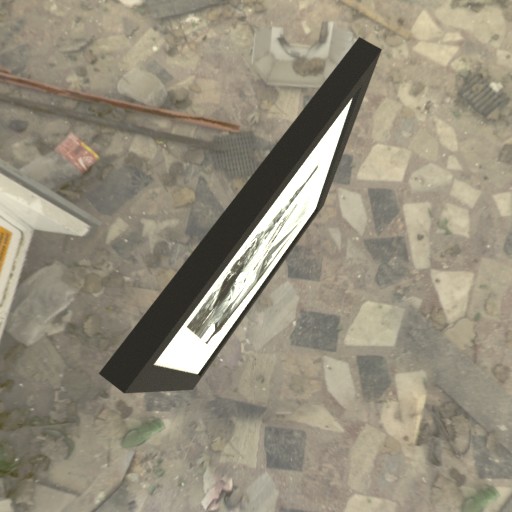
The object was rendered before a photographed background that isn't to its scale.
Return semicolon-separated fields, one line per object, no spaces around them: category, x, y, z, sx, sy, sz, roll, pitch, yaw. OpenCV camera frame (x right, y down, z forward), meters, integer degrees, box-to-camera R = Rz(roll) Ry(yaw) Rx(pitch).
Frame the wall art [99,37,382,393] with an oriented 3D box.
wall art;0.000;0.000;0.679;0.030;0.458;0.462;34;76;9
